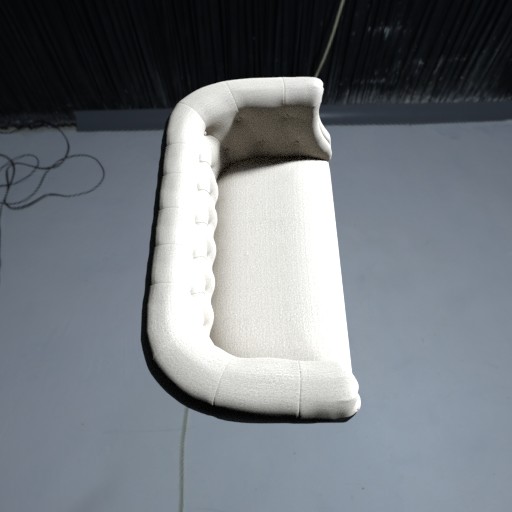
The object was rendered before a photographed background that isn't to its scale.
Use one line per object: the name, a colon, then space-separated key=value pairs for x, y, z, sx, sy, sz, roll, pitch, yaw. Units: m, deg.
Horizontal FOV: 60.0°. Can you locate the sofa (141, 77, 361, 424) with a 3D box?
sofa: x=0.000 y=0.000 z=2.075 sx=0.835 sy=0.827 sz=1.558 roll=0 pitch=62 yaw=0
